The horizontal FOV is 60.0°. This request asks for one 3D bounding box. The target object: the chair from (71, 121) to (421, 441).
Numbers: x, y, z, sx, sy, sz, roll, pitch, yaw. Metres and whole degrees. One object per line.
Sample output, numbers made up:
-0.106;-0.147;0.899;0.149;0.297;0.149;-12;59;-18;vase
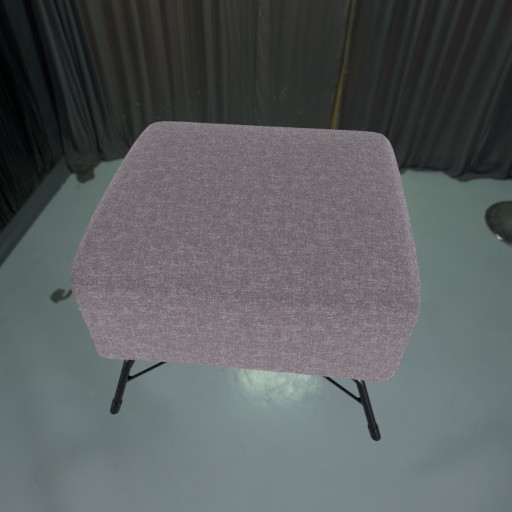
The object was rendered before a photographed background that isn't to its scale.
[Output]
0.000;0.000;0.899;0.530;0.410;0.530;4;45;4;chair
